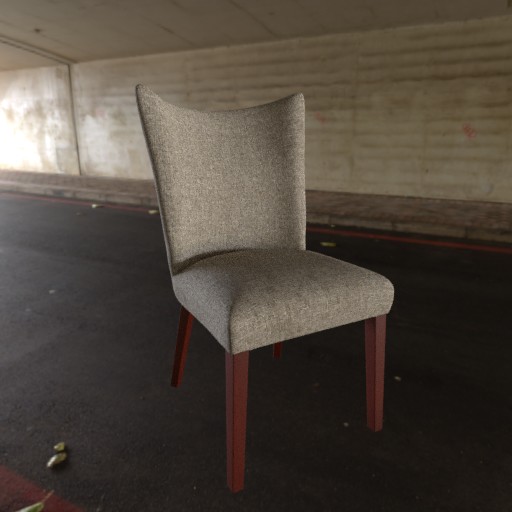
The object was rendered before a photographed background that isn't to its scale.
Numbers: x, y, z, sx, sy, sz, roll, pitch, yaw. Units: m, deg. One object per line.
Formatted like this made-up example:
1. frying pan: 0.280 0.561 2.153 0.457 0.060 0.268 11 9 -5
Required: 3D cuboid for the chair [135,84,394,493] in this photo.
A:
1. chair: 0.000 0.000 1.266 0.535 0.924 0.623 -9 18 -28
